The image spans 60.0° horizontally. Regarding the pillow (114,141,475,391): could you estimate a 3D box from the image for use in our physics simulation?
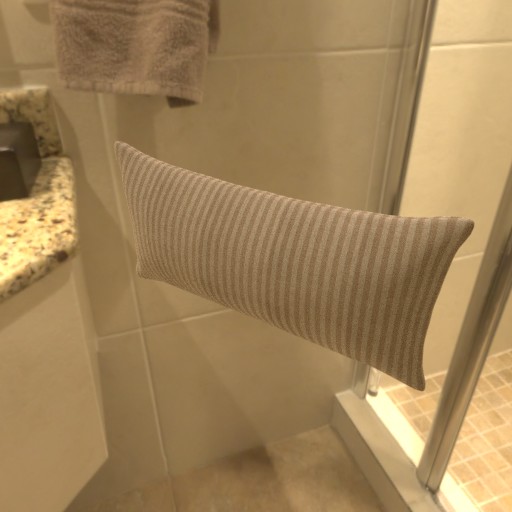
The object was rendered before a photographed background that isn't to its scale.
[{"bbox_3d":[0.000,0.000,0.743,0.617,0.295,0.151,18,35,27],"label":"pillow"}]
